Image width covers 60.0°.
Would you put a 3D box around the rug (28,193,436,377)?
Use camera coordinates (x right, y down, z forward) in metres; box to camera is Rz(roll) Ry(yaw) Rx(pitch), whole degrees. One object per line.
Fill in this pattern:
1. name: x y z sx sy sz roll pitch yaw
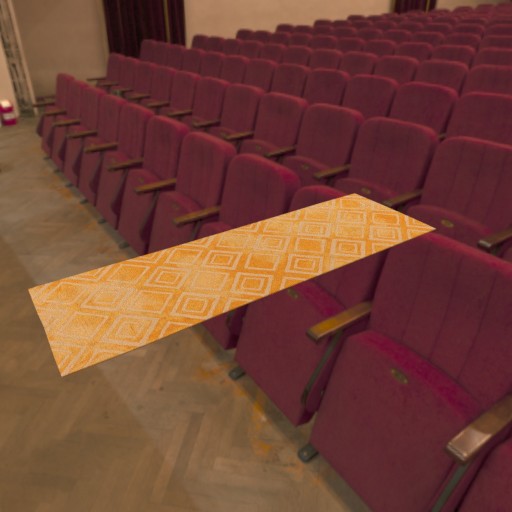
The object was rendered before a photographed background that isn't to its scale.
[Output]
1. rug: 0.000 0.000 2.687 2.438 0.010 0.775 -19 35 -29
